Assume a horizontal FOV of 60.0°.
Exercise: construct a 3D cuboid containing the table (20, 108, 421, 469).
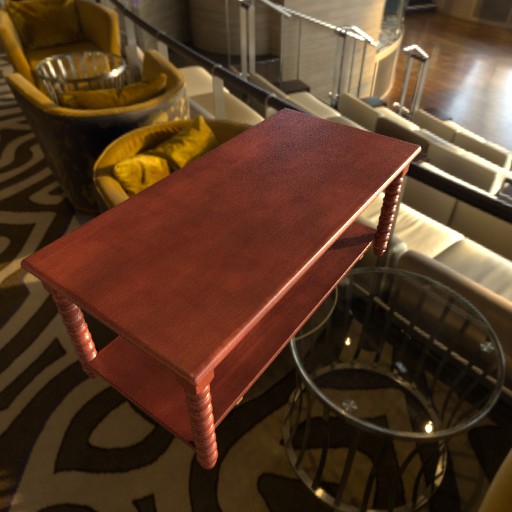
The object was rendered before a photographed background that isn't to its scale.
[{"bbox_3d":[0.000,0.000,1.460,0.580,0.485,1.171,26,47,27],"label":"table"}]
